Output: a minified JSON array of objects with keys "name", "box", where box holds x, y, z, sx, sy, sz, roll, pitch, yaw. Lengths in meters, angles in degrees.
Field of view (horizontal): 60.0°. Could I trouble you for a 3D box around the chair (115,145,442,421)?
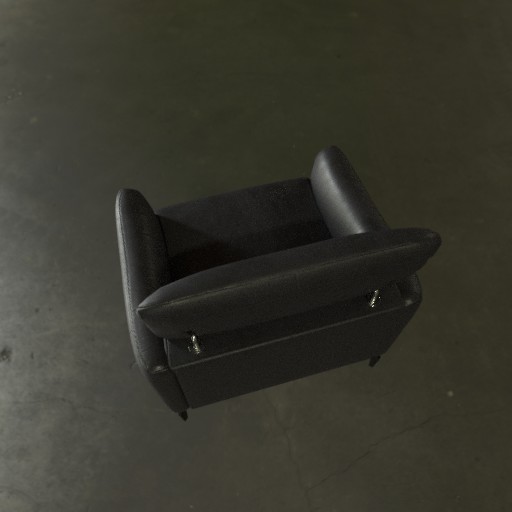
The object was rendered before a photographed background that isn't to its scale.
[{"name":"chair","box":[0.000,0.000,1.663,0.976,0.949,0.809,-13,59,-8]}]
